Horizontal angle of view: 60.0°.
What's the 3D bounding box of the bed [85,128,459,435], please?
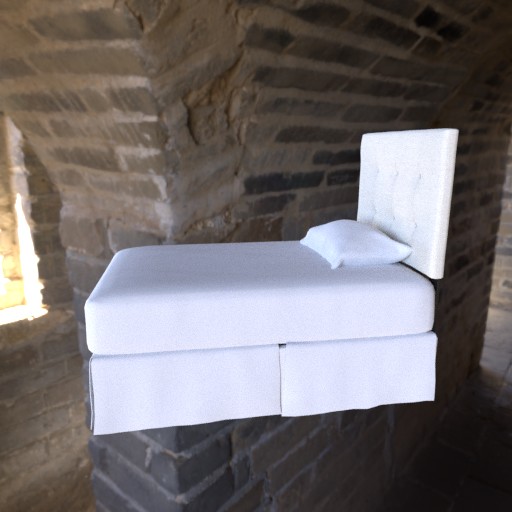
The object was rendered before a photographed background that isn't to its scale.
[{"bbox_3d":[0.000,0.000,2.877,1.997,1.571,1.261,-2,14,-9],"label":"bed"}]
